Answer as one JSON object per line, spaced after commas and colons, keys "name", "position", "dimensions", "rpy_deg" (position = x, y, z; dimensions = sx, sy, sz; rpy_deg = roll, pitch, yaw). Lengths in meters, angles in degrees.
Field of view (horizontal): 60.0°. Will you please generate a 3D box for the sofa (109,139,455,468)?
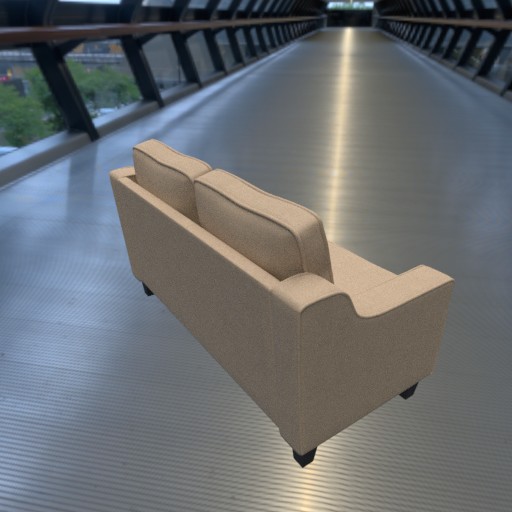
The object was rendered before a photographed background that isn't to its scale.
{"name": "sofa", "position": [0.000, 0.000, 3.473], "dimensions": [1.351, 1.562, 2.587], "rpy_deg": [-18, 32, -31]}
